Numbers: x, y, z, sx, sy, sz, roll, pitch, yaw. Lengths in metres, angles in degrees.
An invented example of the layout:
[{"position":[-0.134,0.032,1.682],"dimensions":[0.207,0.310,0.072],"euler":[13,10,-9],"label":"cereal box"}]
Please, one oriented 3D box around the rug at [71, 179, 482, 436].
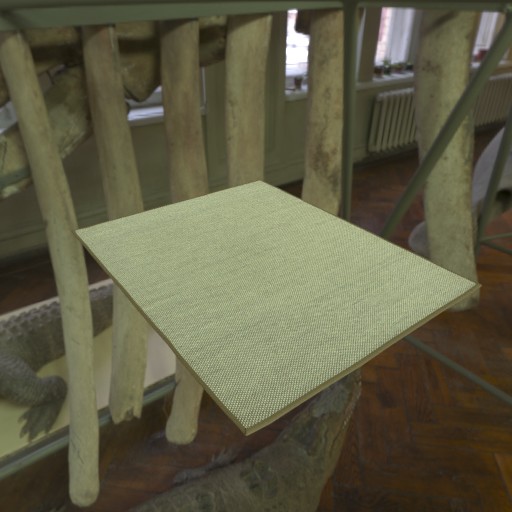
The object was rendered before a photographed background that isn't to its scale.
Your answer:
[{"position":[0.000,0.000,4.061],"dimensions":[2.413,0.020,3.041],"euler":[-21,37,-31],"label":"rug"}]
